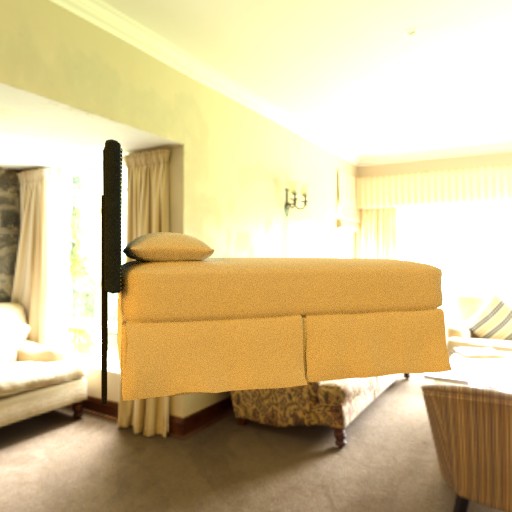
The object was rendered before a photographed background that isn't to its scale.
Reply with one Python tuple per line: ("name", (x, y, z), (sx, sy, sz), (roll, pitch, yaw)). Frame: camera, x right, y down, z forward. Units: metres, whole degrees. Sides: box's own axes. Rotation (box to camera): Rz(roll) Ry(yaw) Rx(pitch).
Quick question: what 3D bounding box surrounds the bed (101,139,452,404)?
("bed", (0.000, 0.000, 3.302), (2.153, 1.518, 1.713), (0, 0, -18))
